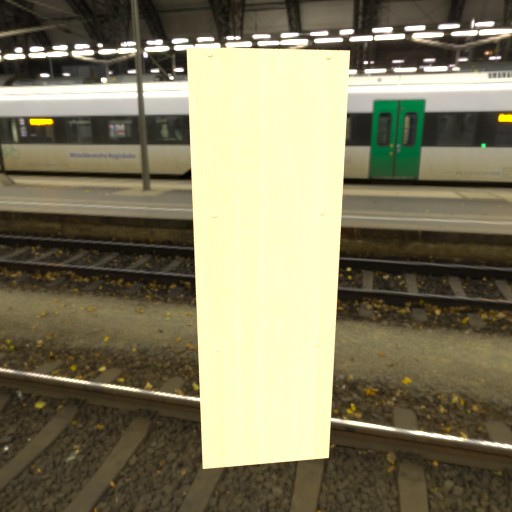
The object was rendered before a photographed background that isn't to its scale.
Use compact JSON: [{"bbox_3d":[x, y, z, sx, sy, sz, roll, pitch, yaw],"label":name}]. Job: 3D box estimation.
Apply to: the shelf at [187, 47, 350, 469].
[{"bbox_3d":[0.000,0.000,1.101,0.292,0.876,0.417,-2,16,-7],"label":"shelf"}]
